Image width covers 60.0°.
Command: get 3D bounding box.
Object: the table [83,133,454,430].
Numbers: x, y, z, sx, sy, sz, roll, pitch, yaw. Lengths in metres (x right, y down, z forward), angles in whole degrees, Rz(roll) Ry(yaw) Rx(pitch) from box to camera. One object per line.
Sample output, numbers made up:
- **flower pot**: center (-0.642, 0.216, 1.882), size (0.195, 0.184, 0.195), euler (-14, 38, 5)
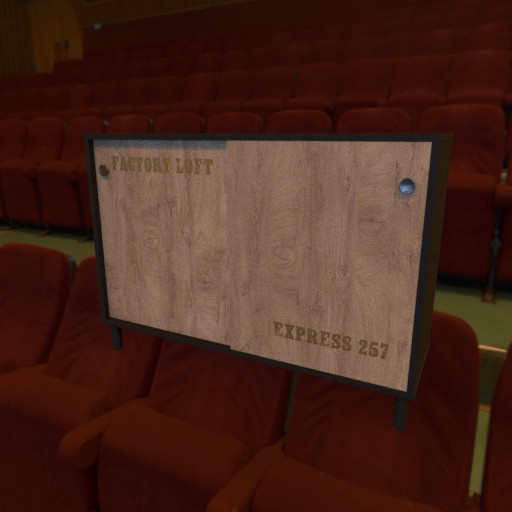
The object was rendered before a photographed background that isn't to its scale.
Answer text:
- **table**: center (0.000, 0.000, 1.605), size (1.200, 0.855, 0.400), euler (8, 17, 26)
